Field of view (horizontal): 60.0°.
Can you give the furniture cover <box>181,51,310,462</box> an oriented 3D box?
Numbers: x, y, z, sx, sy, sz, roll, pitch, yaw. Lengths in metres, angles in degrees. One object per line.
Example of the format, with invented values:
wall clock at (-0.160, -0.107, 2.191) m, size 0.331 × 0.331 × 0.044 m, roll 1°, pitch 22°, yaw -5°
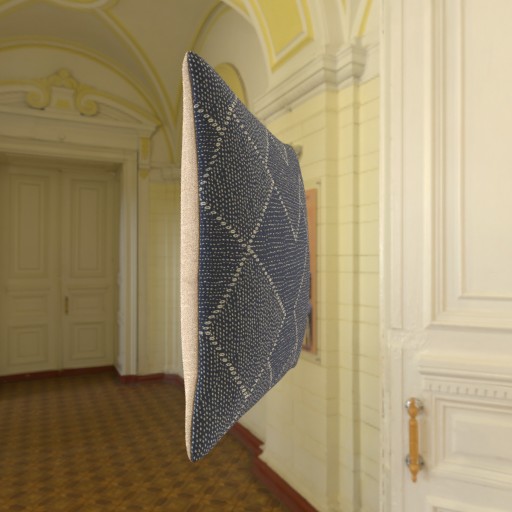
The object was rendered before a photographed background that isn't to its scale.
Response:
furniture cover at (0.000, 0.000, 0.779) m, size 0.162 × 0.503 × 0.511 m, roll 0°, pitch 0°, yaw 19°
